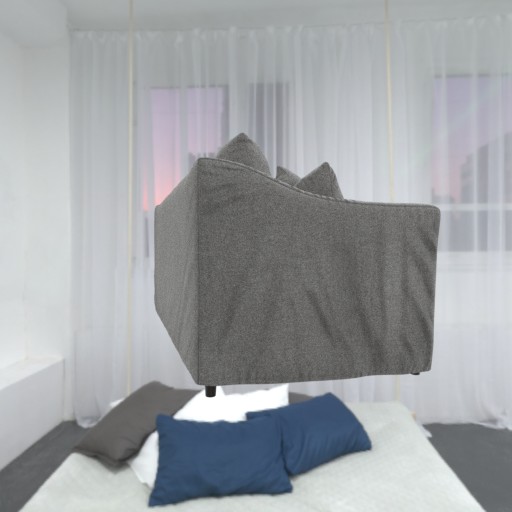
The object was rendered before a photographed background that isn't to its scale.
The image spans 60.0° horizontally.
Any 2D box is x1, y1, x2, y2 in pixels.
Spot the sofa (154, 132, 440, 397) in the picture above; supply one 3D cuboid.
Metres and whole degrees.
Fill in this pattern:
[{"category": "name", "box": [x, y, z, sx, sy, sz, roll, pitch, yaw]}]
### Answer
[{"category": "sofa", "box": [0.000, 0.000, 2.662, 1.072, 1.018, 2.010, 0, 1, -17]}]
